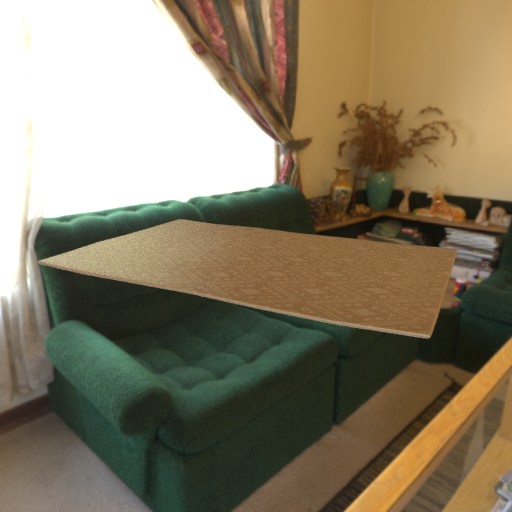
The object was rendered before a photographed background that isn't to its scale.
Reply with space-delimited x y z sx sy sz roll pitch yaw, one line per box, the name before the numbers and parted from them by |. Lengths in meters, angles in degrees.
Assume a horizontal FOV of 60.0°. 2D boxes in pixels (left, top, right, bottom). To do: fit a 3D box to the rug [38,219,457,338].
rug | 0.000 0.000 3.034 2.430 0.053 1.553 8 18 26
